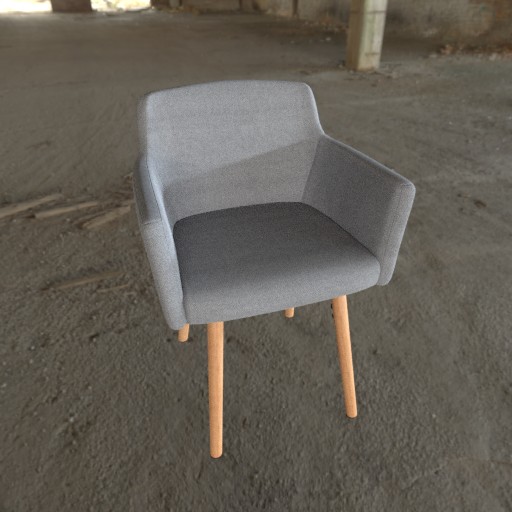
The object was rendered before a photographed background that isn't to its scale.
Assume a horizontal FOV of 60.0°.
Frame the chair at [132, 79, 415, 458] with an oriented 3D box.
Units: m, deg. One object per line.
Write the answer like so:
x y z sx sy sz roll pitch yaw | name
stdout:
0.000 0.000 1.150 0.570 0.780 0.540 -10 33 -16 | chair
